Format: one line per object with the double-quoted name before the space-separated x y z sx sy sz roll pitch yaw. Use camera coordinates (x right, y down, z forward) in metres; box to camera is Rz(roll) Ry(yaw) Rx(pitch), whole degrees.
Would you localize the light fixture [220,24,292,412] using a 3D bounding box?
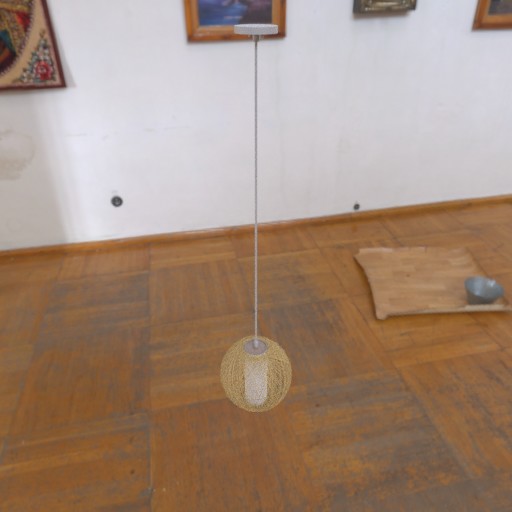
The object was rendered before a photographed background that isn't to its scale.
"light fixture" 0.000 0.000 2.116 0.407 1.955 0.406 19 36 28
